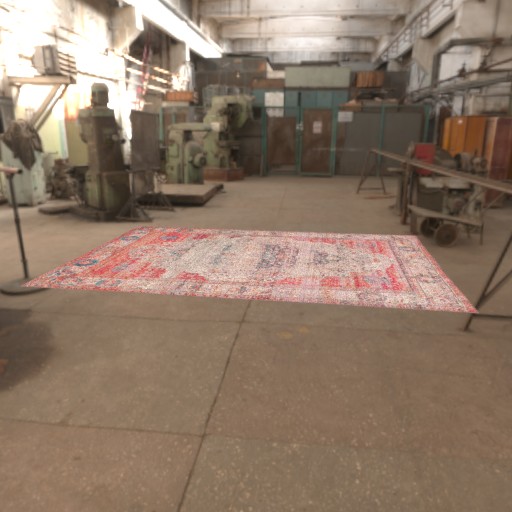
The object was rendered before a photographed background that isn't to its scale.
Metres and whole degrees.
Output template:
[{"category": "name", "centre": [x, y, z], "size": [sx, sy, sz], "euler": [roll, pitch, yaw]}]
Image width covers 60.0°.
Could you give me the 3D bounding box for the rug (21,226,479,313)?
[{"category": "rug", "centre": [0.000, 0.000, 2.318], "size": [1.829, 0.006, 1.219], "euler": [3, 16, 9]}]
